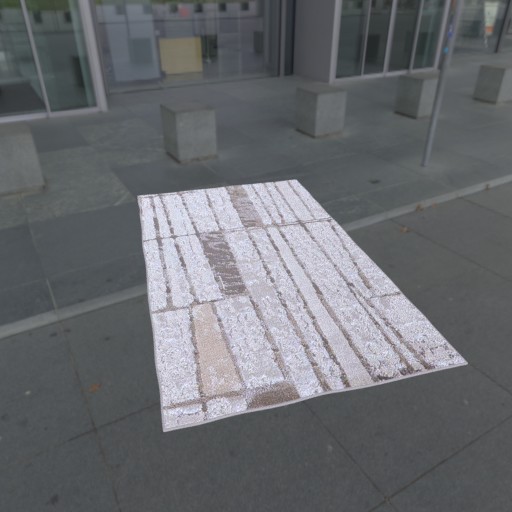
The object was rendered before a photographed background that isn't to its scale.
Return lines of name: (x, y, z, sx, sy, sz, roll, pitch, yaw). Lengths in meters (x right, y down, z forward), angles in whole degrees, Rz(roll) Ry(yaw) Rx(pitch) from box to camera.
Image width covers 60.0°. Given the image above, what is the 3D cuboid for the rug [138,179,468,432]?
rug: (0.000, 0.000, 1.052, 0.515, 0.007, 0.867, -8, 32, -13)
